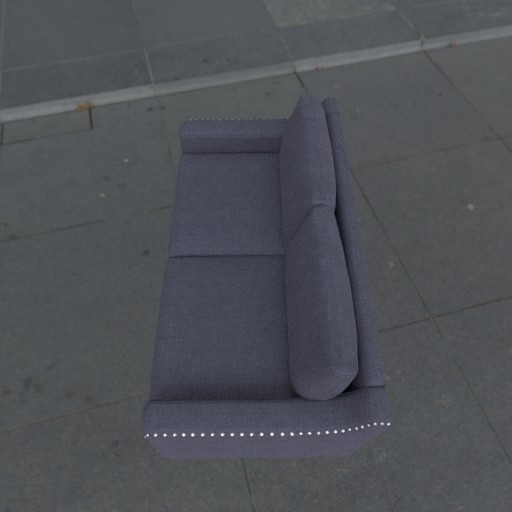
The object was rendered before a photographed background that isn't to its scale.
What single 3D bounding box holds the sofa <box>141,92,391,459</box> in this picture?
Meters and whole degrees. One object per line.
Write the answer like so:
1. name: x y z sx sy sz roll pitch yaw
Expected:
1. sofa: 0.000 0.000 3.214 1.336 1.196 2.550 0 57 0
